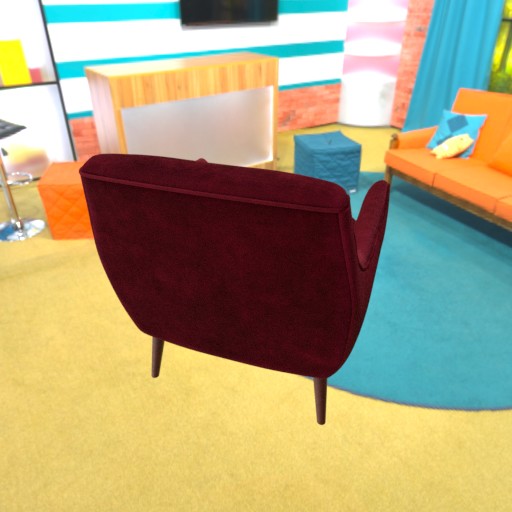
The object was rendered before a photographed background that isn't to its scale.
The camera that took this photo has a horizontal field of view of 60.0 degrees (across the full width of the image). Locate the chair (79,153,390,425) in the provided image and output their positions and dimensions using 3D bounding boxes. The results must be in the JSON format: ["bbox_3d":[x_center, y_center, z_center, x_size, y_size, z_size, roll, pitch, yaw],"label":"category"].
[{"bbox_3d":[0.000,0.000,1.440,0.762,0.838,0.787,10,33,16],"label":"chair"}]
